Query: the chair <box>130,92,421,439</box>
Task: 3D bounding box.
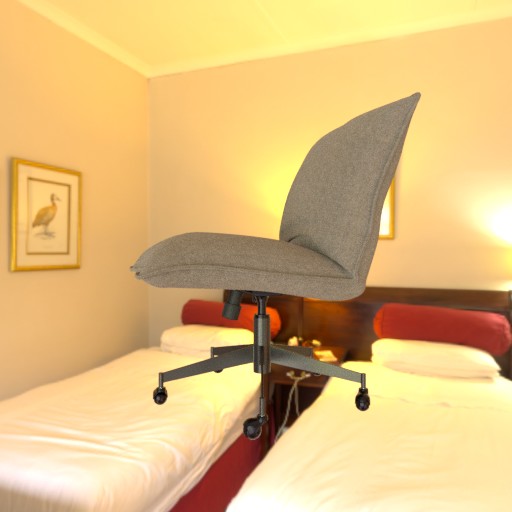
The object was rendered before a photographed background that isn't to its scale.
[{"bbox_3d":[0.000,0.000,1.274,0.696,0.811,0.597,0,1,-16],"label":"chair"}]
